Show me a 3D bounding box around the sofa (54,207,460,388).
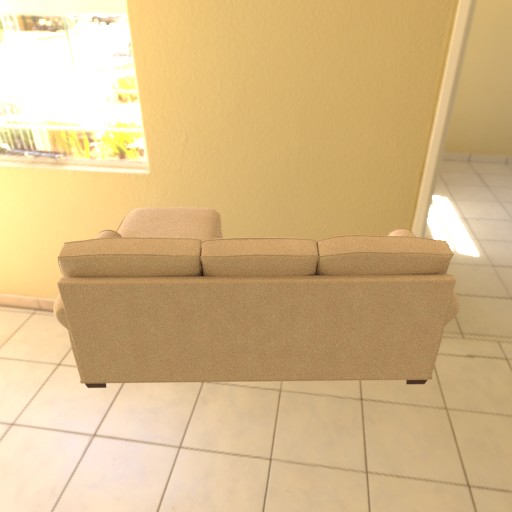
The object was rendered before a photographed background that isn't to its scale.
[{"bbox_3d":[0.000,0.000,2.423,1.770,0.734,1.226,0,30,-1],"label":"sofa"}]
